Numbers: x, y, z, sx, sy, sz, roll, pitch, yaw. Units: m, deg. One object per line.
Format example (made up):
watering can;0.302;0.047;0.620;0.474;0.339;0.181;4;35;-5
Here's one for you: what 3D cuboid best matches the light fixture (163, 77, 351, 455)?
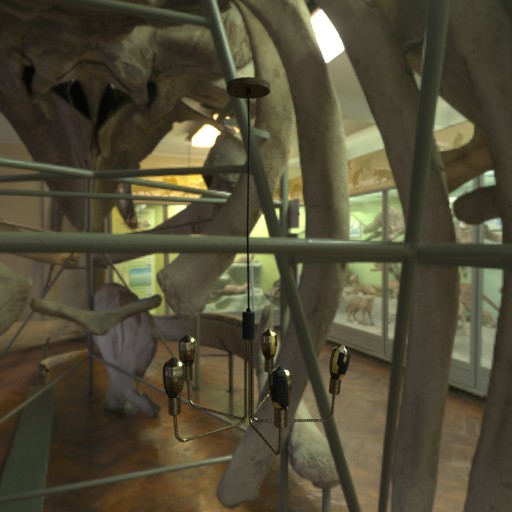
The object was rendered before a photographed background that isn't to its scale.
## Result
light fixture;0.000;0.000;1.370;0.588;1.059;0.532;-1;2;-20
